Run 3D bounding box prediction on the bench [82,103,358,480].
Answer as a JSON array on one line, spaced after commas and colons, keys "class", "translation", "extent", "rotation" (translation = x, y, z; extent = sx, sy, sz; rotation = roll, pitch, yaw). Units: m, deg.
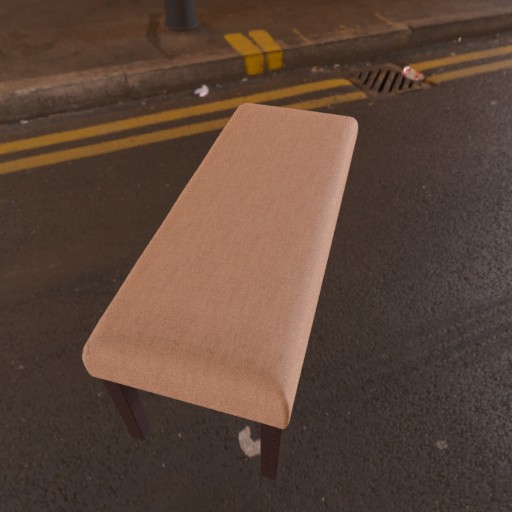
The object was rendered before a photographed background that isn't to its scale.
[{"class": "bench", "translation": [0.000, 0.000, 1.254], "extent": [0.407, 0.456, 1.013], "rotation": [11, 47, 11]}]
